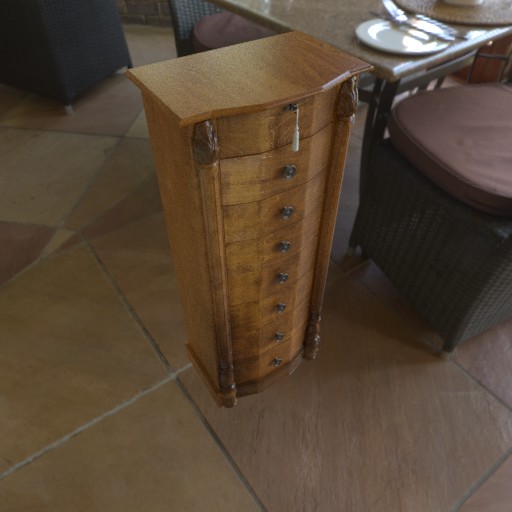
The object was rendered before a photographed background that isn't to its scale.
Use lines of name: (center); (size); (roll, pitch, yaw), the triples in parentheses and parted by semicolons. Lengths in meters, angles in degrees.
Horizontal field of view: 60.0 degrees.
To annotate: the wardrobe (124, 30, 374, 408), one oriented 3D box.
wardrobe: (0.000, 0.000, 1.151); (0.406, 0.959, 0.273); (-24, 50, -23)
